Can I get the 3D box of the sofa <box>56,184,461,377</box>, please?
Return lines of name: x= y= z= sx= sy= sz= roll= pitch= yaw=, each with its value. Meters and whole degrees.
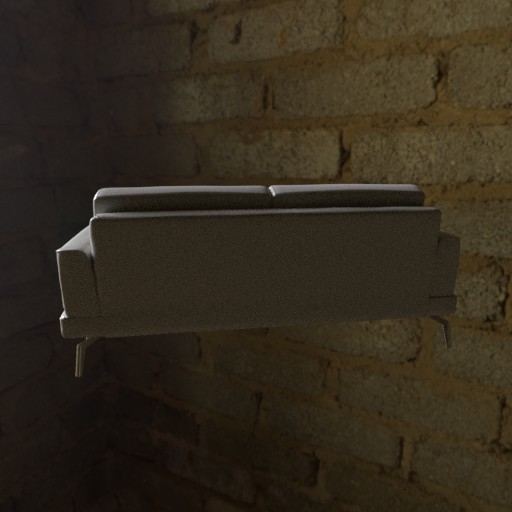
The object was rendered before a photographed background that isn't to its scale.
sofa: x=0.000 y=0.000 z=2.794 sx=2.177 sy=0.930 sz=1.121 roll=-2 pitch=13 yaw=-9
